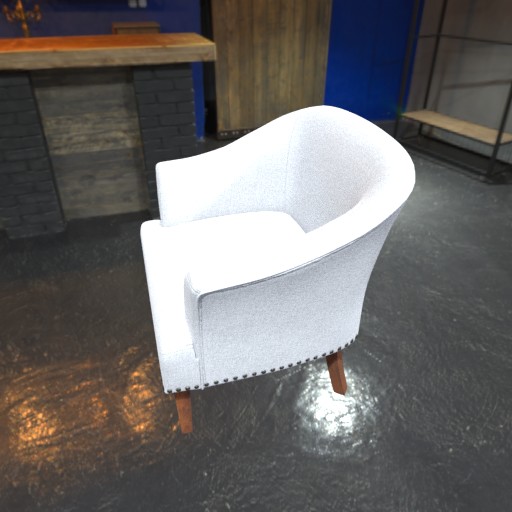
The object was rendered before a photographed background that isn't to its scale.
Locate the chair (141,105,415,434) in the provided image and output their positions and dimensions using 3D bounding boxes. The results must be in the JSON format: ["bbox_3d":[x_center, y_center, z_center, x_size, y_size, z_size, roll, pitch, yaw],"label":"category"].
[{"bbox_3d":[0.000,0.000,1.436,0.704,0.815,0.798,-9,34,-14],"label":"chair"}]
